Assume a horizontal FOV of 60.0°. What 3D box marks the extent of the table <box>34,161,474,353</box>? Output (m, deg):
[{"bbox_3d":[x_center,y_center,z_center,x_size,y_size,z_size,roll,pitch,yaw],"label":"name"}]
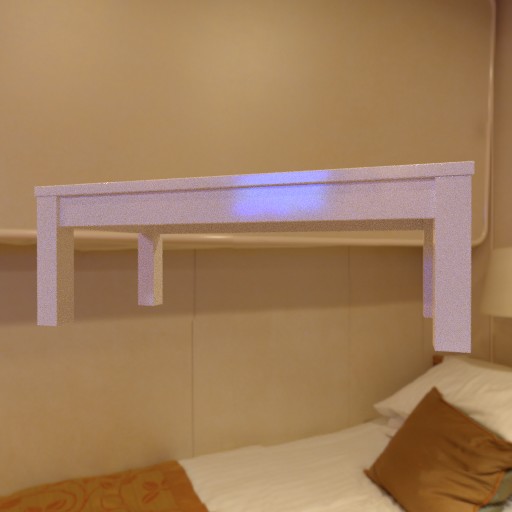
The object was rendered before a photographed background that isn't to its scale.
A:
[{"bbox_3d":[0.000,0.000,1.623,1.350,0.470,0.700,0,0,18],"label":"table"}]
